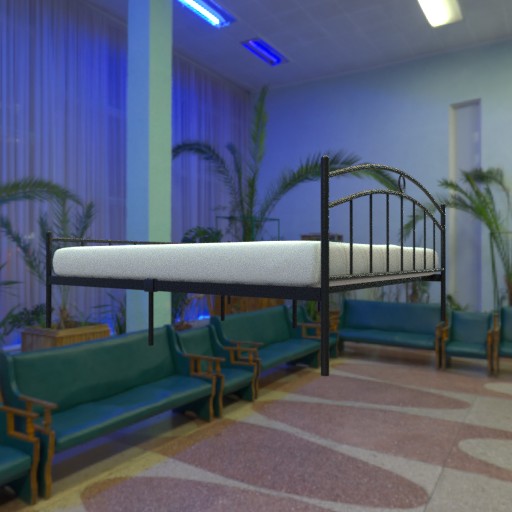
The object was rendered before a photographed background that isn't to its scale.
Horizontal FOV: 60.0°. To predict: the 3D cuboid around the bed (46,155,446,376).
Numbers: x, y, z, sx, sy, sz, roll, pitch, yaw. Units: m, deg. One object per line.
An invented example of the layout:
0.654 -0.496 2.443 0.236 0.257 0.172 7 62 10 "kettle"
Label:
0.000 0.000 3.055 2.040 0.940 1.880 0 0 36 "bed"
